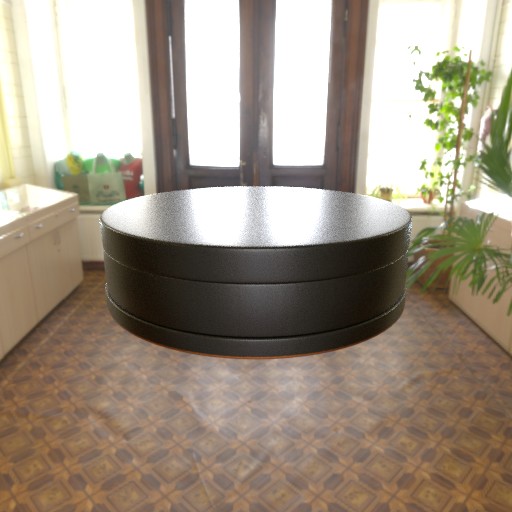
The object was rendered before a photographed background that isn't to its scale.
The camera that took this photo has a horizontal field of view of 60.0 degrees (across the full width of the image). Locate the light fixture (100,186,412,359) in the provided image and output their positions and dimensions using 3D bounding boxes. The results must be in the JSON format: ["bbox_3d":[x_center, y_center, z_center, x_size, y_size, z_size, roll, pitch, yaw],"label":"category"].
[{"bbox_3d":[0.000,0.000,0.433,0.283,0.097,0.283,0,17,0],"label":"light fixture"}]
